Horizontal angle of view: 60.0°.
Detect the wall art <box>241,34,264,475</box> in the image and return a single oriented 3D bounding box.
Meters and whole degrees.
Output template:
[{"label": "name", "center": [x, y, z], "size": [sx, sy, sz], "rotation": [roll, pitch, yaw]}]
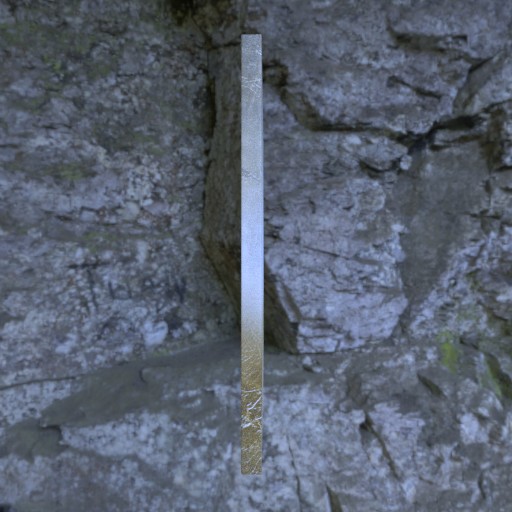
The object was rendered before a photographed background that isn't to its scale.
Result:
[{"label": "wall art", "center": [0.000, 0.000, 1.645], "size": [0.051, 1.091, 1.092], "rotation": [0, -1, 1]}]
